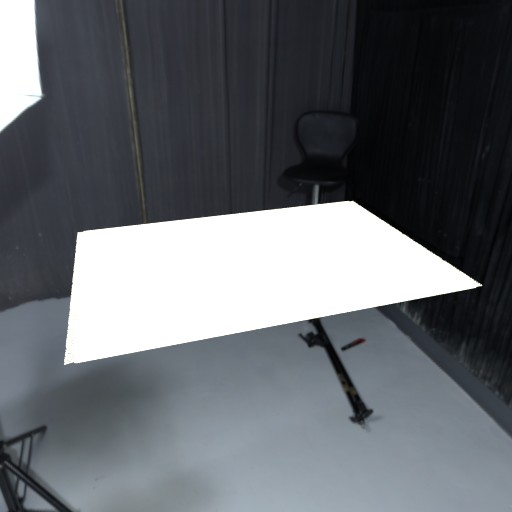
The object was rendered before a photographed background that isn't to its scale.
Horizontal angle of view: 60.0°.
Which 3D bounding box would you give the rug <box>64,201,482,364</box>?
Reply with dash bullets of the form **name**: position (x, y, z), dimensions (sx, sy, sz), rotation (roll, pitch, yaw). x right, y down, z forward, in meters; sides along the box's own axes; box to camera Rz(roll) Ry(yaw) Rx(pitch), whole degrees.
- **rug**: position (0.000, 0.000, 2.875), dimensions (2.233, 0.011, 1.514), rotation (-8, 28, -16)
